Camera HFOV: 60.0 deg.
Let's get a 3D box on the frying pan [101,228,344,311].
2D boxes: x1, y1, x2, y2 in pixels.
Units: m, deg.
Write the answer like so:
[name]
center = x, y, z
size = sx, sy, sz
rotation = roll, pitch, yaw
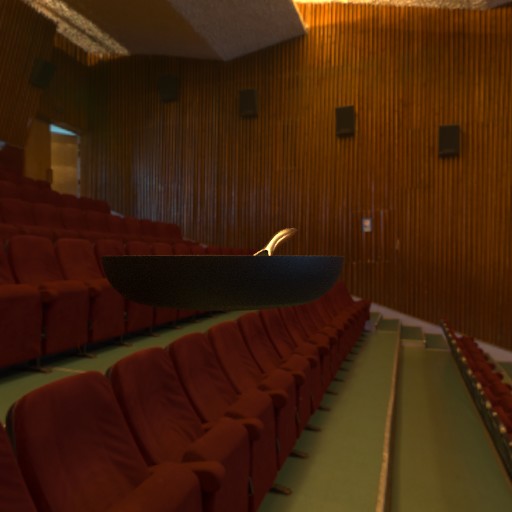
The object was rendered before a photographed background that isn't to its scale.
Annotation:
[frying pan]
center = 0.000, 0.000, 0.587
size = 0.255, 0.105, 0.472
rotation = 0, 0, 18
